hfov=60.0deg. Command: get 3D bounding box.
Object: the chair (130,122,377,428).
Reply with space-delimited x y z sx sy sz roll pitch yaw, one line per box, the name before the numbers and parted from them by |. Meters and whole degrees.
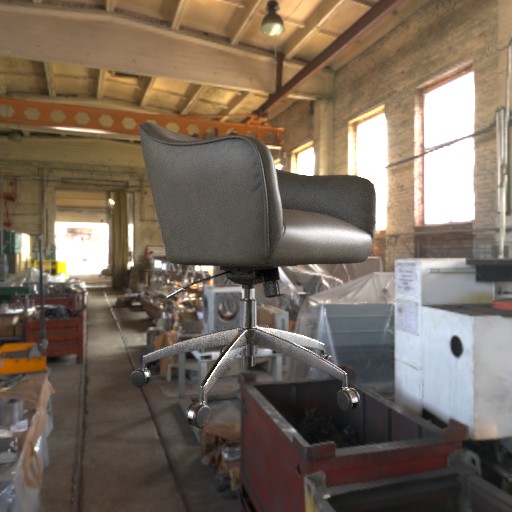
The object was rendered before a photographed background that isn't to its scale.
chair | 0.000 0.000 1.379 0.689 0.827 0.713 0 0 36
